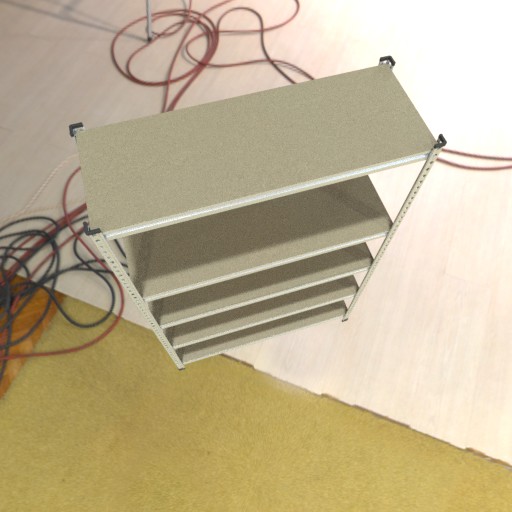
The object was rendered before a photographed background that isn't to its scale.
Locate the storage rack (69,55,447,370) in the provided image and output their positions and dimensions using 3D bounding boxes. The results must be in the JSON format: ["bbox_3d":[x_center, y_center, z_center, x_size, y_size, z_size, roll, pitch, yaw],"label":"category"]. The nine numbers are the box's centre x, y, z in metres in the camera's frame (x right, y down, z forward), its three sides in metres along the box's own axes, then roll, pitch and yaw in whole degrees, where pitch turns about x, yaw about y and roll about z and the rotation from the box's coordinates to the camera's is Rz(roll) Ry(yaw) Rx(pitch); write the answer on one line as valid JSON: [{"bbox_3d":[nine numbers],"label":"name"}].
[{"bbox_3d":[0.000,0.000,2.328,1.219,1.829,0.457,-15,64,-8],"label":"storage rack"}]
